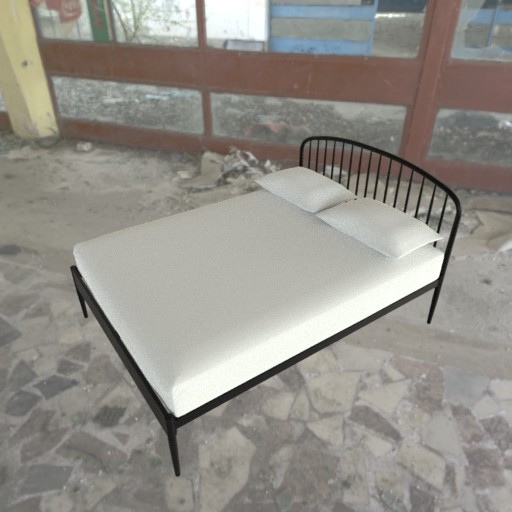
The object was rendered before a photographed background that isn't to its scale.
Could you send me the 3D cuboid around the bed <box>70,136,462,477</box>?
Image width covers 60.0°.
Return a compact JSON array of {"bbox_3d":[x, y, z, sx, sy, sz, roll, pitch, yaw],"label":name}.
[{"bbox_3d":[0.000,0.000,3.103,2.159,1.166,1.618,-21,38,-29],"label":"bed"}]
